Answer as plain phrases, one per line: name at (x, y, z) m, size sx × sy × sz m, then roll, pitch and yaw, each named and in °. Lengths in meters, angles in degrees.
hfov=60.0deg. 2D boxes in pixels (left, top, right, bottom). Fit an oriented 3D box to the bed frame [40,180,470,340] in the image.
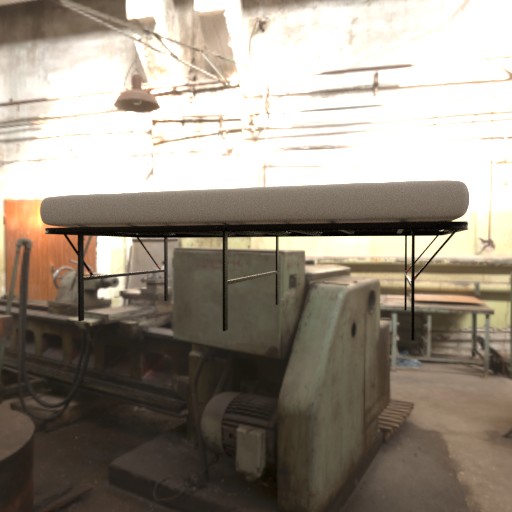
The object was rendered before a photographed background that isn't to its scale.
bed frame at (0.000, 0.000, 2.314) m, size 1.903 × 0.619 × 0.989 m, roll 0°, pitch 1°, yaw 17°
